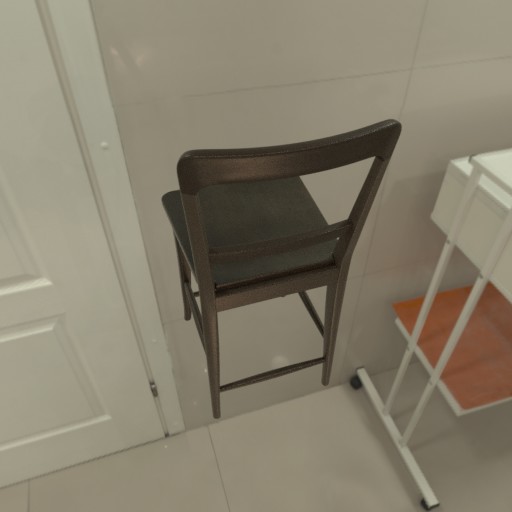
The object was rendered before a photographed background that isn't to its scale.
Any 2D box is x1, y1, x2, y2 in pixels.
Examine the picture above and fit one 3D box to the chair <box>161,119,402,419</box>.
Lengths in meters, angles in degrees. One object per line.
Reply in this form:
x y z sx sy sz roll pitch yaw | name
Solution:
0.000 0.000 1.292 0.450 0.991 0.546 -12 43 -13 | chair
